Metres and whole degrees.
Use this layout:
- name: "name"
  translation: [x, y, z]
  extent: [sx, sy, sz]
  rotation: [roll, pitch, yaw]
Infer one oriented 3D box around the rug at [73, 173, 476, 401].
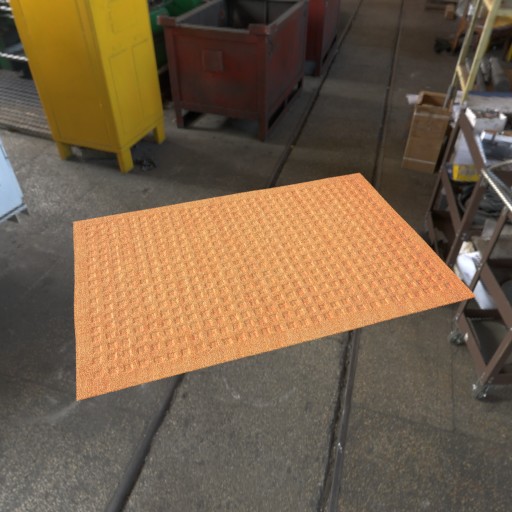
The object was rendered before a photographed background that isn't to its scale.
- name: "rug"
  translation: [0.000, 0.000, 2.228]
  extent: [1.747, 0.006, 1.143]
  rotation: [-12, 43, -13]
